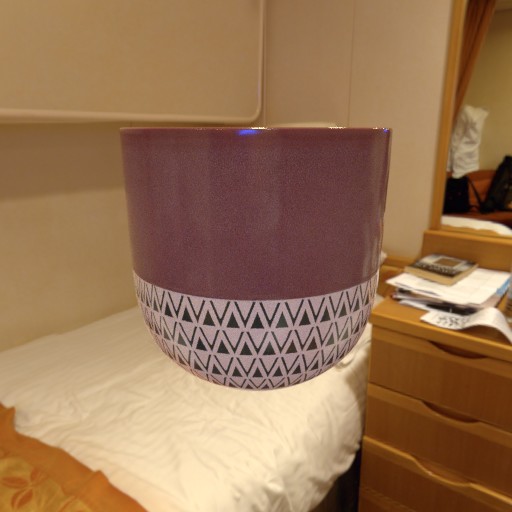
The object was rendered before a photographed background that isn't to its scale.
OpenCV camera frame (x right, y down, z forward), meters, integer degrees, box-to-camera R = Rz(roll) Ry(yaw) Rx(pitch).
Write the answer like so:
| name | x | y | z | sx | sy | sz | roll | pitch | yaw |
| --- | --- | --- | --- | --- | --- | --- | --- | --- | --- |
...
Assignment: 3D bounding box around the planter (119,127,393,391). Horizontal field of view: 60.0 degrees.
| name | x | y | z | sx | sy | sz | roll | pitch | yaw |
| --- | --- | --- | --- | --- | --- | --- | --- | --- | --- |
| planter | 0.000 | 0.000 | 0.486 | 0.266 | 0.270 | 0.266 | 0 | 16 | 0 |
